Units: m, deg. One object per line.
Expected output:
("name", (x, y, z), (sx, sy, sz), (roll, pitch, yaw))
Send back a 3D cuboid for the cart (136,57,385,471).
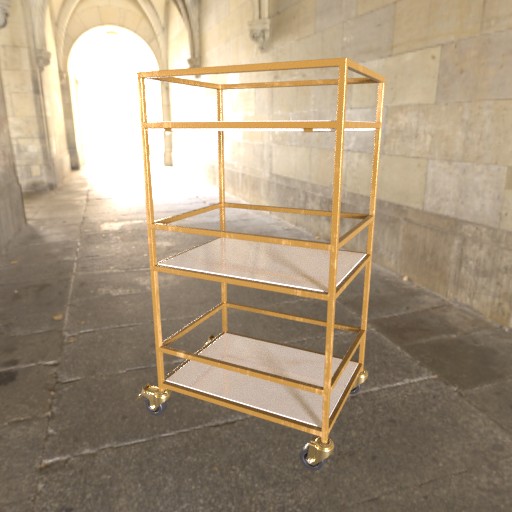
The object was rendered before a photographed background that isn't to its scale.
("cart", (0.000, 0.000, 1.002), (0.483, 0.761, 0.332), (8, 18, 25))
